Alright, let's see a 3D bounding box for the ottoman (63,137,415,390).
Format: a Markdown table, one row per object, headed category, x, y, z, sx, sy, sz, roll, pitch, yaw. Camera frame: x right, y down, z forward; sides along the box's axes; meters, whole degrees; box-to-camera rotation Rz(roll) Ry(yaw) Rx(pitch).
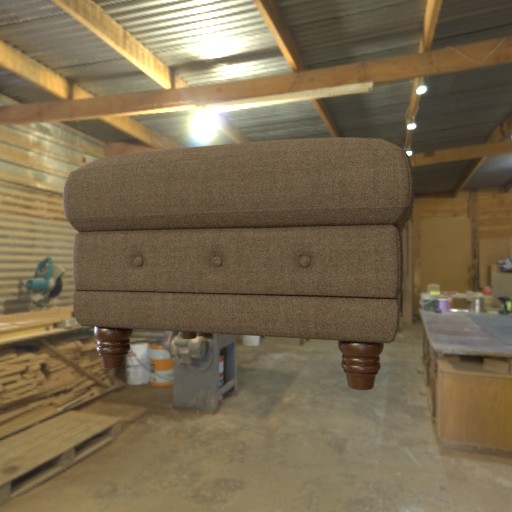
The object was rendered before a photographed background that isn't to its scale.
| category | x | y | z | sx | sy | sz | roll | pitch | yaw |
| --- | --- | --- | --- | --- | --- | --- | --- | --- | --- |
| ottoman | 0.000 | 0.000 | 1.219 | 0.809 | 0.555 | 0.599 | 0 | -1 | 17 |
